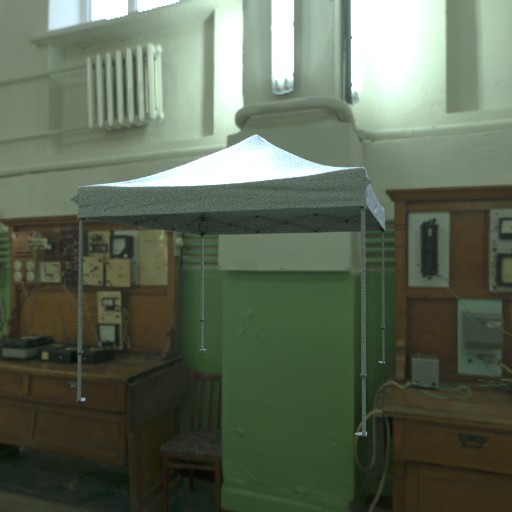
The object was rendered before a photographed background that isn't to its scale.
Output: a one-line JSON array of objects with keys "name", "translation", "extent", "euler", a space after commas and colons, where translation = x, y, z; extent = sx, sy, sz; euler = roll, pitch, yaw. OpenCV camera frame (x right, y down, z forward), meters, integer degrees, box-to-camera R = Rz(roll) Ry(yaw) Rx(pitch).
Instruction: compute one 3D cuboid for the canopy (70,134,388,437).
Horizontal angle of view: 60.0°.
[{"name": "canopy", "translation": [0.000, 0.000, 5.450], "extent": [2.994, 2.998, 2.996], "euler": [0, -1, 19]}]
